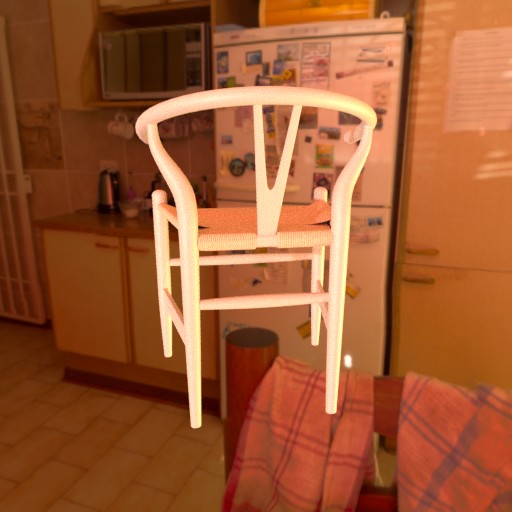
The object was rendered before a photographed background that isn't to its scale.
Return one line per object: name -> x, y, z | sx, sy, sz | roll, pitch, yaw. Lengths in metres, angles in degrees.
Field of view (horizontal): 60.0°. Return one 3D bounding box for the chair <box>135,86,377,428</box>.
chair -> 0.000, 0.000, 1.093 | 0.533, 0.736, 0.500 | -3, 15, -9
